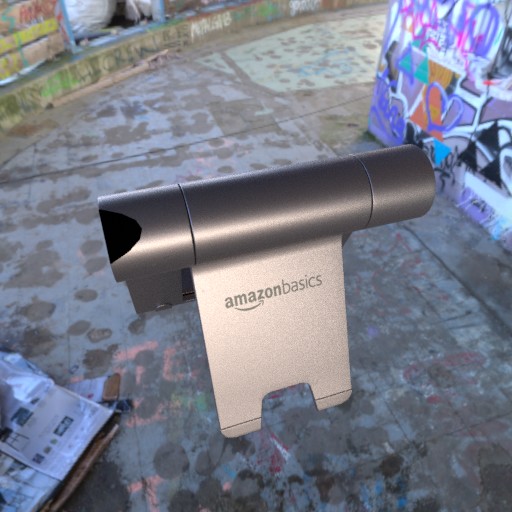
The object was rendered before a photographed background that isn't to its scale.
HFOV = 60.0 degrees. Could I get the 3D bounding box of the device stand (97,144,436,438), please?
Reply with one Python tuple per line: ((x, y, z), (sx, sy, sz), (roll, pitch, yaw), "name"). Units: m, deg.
((0.000, 0.000, 0.152), (0.088, 0.084, 0.079), (-12, 42, -14), "device stand")
